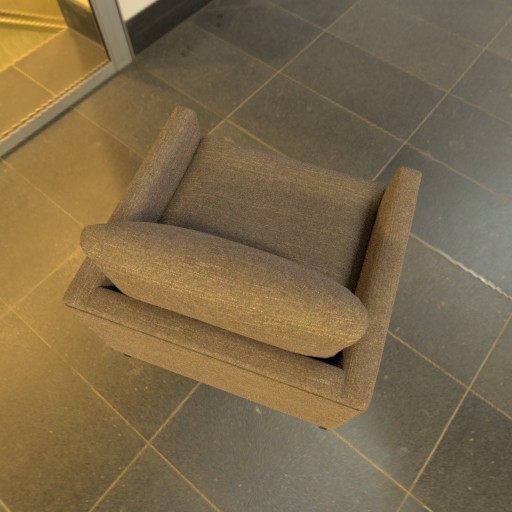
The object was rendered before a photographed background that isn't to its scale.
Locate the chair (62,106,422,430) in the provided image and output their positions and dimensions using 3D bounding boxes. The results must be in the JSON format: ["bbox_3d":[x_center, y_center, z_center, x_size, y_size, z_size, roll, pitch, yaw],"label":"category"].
[{"bbox_3d":[0.000,0.000,1.556,0.940,0.841,0.845,18,64,9],"label":"chair"}]
